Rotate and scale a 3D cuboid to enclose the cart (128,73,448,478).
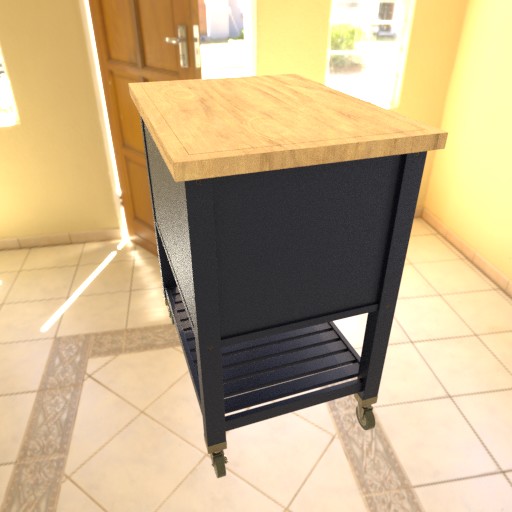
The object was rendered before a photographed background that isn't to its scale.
[{"bbox_3d":[0.000,0.000,1.381,0.567,0.920,0.797,-10,33,-16],"label":"cart"}]
